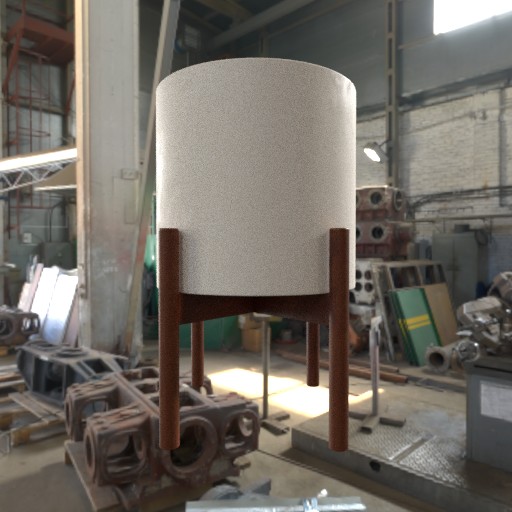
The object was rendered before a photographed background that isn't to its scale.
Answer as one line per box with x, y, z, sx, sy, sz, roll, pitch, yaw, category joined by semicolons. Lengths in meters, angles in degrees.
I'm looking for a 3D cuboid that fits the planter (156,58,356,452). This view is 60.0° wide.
0.000;0.000;0.953;0.417;0.670;0.417;0;1;0;planter
